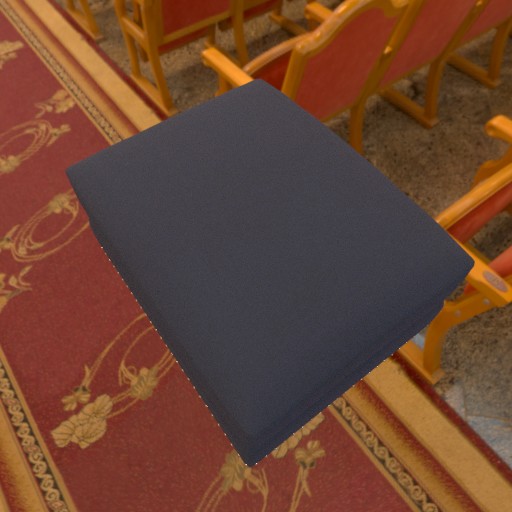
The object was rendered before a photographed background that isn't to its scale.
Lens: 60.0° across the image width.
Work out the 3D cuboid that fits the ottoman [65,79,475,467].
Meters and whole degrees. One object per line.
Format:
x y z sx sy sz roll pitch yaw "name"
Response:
0.000 0.000 1.099 0.584 0.513 0.741 -32 63 -18 "ottoman"
